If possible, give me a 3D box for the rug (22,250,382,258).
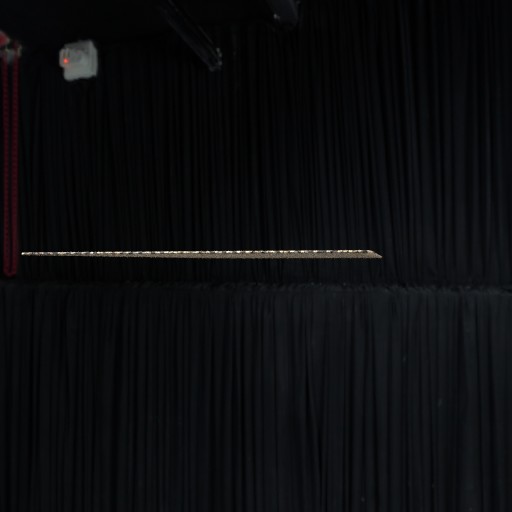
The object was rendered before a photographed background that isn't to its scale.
[{"bbox_3d":[0.000,0.000,2.274,1.219,0.008,1.828,0,-1,17],"label":"rug"}]
